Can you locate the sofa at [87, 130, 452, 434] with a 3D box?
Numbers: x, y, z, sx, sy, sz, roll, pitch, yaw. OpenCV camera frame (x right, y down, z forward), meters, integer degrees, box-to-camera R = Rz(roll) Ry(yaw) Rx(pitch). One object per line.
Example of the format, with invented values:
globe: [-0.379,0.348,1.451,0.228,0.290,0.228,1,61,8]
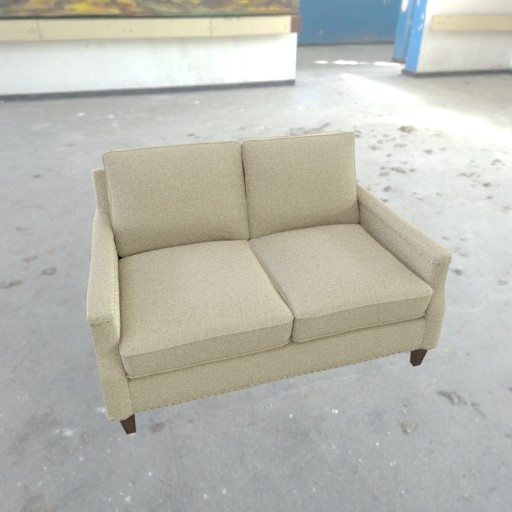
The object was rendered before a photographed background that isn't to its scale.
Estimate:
sofa: [0.000,0.000,2.259,1.597,1.003,1.084,-9,33,-14]
